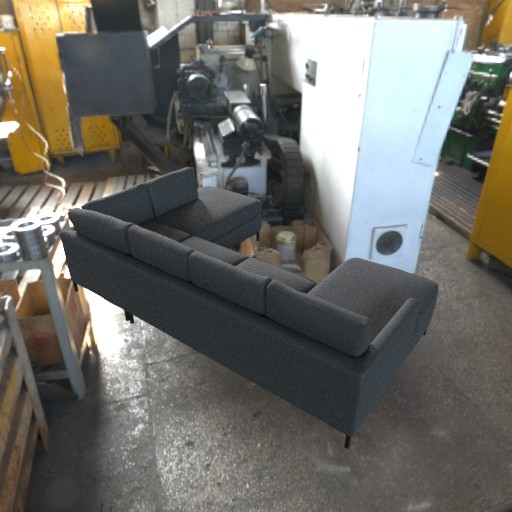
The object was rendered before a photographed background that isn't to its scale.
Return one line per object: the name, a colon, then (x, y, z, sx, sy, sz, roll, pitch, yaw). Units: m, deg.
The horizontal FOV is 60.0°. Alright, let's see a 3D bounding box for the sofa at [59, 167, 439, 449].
sofa: (0.000, 0.000, 3.918, 2.975, 0.858, 1.984, 20, 35, 32)
